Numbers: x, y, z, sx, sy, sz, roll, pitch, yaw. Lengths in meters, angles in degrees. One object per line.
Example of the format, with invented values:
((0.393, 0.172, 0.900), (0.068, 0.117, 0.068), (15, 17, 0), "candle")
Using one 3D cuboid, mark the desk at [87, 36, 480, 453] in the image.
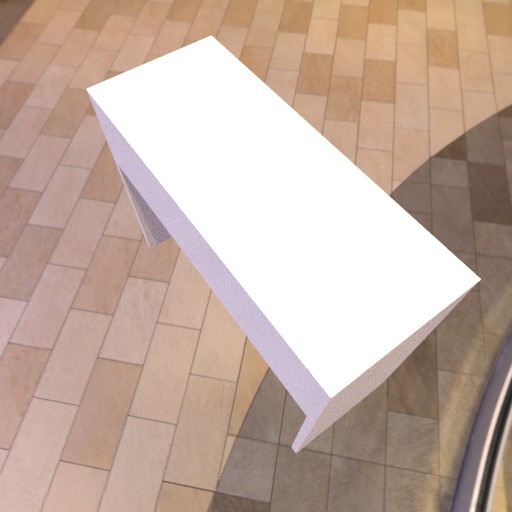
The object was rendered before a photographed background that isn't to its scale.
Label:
((0.000, 0.000, 1.384), (0.400, 0.790, 1.000), (-32, 65, -17), "desk")
